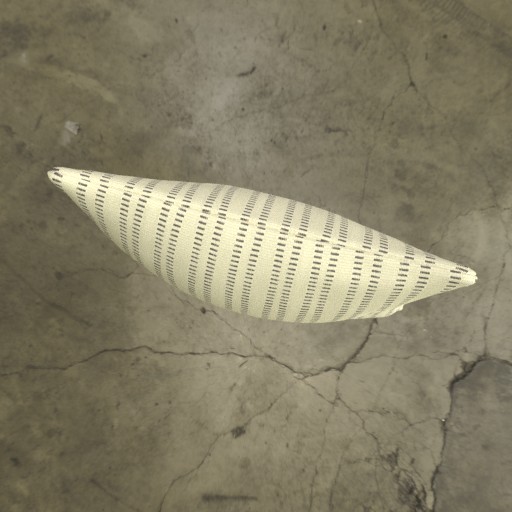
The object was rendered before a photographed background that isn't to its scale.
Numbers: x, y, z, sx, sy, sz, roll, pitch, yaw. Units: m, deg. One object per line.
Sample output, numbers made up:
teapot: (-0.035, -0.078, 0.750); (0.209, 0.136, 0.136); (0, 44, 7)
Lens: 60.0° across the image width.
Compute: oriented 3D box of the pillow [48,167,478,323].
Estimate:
pillow: (0.000, 0.000, 0.792); (0.640, 0.353, 0.210); (14, 77, 3)
